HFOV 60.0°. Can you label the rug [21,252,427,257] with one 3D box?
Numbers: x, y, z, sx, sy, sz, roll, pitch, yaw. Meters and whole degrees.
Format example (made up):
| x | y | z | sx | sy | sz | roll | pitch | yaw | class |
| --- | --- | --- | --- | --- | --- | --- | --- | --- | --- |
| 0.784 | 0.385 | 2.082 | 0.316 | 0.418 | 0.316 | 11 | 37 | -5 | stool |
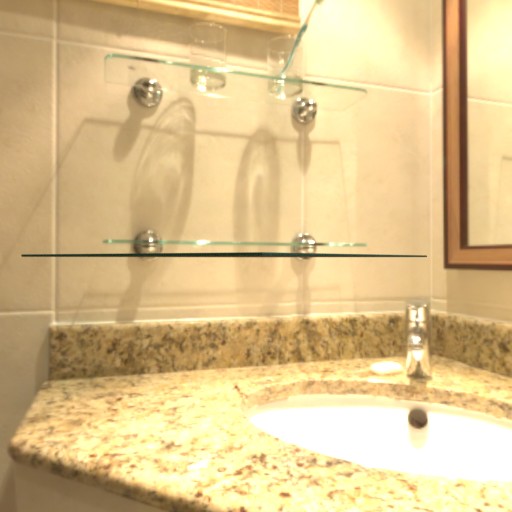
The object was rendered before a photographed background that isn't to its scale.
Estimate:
| x | y | z | sx | sy | sz | roll | pitch | yaw | class |
| --- | --- | --- | --- | --- | --- | --- | --- | --- | --- |
| 0.000 | 0.000 | 2.880 | 1.594 | 0.013 | 2.213 | 0 | 0 | 35 | rug |
